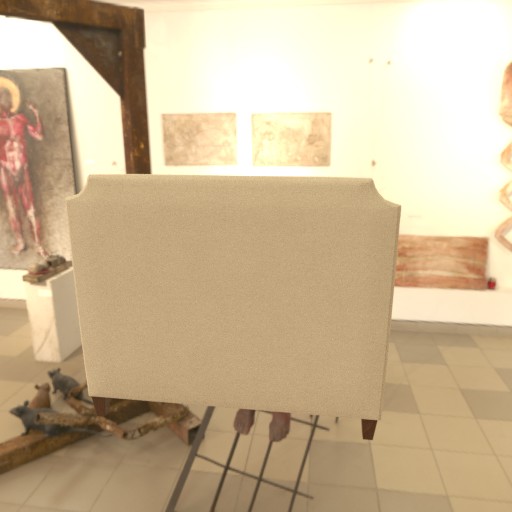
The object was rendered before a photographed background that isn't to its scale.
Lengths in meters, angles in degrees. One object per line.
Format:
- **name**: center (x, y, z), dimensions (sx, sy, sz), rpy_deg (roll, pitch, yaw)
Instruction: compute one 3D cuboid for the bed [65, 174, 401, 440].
- **bed**: center (0.000, 0.000, 3.456), dimensions (1.713, 1.443, 2.372), rpy_deg (2, 16, 8)
